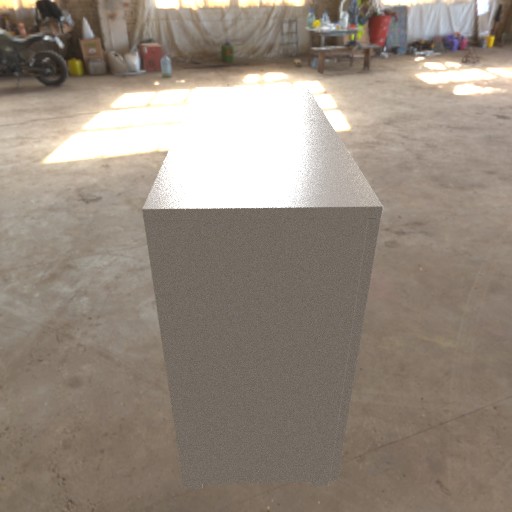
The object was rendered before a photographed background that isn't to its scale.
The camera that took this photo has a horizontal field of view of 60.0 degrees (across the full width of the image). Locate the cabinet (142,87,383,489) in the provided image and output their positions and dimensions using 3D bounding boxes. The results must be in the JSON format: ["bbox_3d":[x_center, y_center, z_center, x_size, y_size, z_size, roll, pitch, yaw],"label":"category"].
[{"bbox_3d":[0.000,0.000,1.368,0.400,0.800,1.000,-1,32,-1],"label":"cabinet"}]
